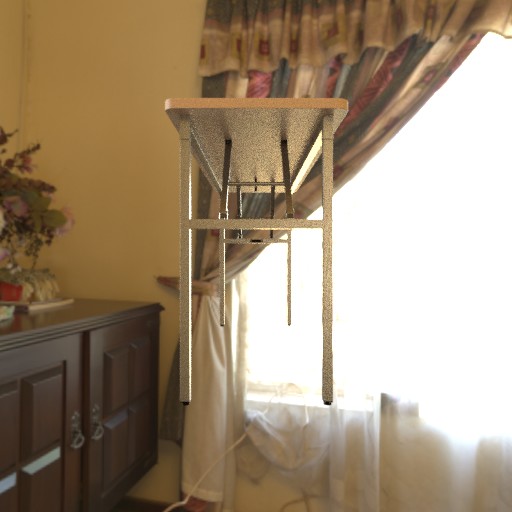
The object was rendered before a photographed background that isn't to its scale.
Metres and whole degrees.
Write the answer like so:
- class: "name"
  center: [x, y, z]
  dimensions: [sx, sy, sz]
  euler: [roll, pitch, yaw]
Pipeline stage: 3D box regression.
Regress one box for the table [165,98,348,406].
- class: "table"
  center: [0.000, 0.000, 1.750]
  dimensions: [0.446, 0.750, 1.397]
  euler: [0, 0, 0]
